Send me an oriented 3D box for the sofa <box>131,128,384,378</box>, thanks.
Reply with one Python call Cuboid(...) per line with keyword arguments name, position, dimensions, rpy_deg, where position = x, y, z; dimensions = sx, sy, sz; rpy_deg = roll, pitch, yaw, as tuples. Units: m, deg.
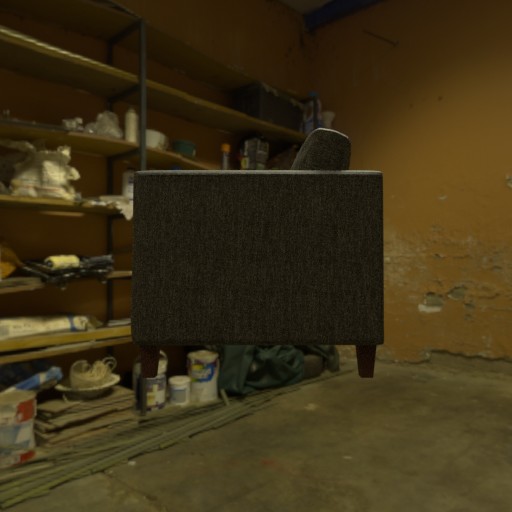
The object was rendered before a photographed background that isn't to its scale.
Cuboid(name="sofa", position=(0.000, 0.000, 2.689), dimensions=(0.948, 0.960, 2.208), rpy_deg=(0, -1, 0))
